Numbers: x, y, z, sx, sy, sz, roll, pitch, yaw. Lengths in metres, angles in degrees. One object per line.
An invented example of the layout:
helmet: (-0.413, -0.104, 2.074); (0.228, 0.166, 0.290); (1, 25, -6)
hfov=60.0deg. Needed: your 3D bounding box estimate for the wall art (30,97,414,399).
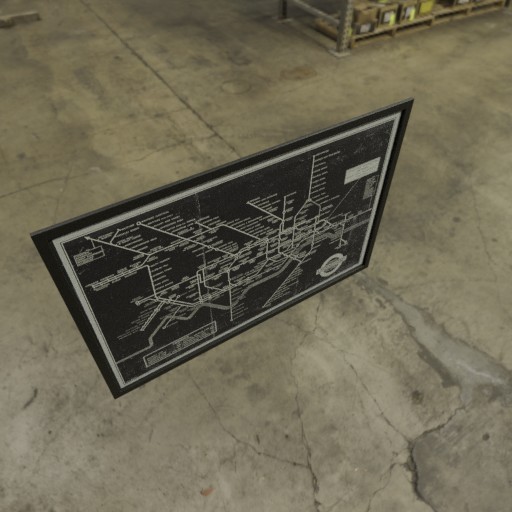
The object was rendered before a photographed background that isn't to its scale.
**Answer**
wall art: (0.000, 0.000, 1.501); (1.192, 0.811, 0.013); (-25, 51, -21)
